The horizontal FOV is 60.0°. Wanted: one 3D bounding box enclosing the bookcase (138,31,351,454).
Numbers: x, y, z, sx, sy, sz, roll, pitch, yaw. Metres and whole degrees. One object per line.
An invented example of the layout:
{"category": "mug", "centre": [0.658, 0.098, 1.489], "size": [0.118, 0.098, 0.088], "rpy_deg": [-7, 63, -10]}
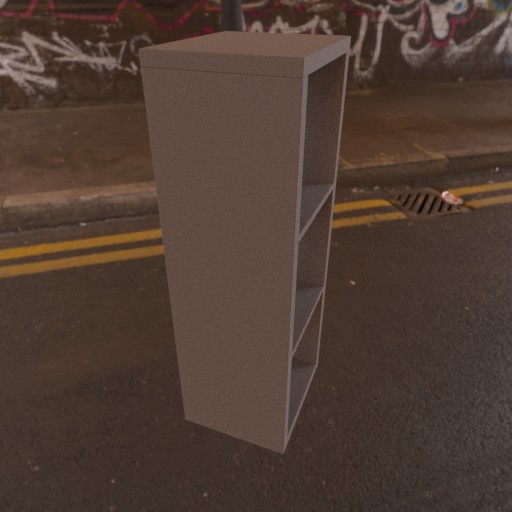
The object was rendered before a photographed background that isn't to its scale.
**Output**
{"category": "bookcase", "centre": [0.000, 0.000, 1.234], "size": [0.330, 1.080, 0.390], "rpy_deg": [12, 34, 18]}
